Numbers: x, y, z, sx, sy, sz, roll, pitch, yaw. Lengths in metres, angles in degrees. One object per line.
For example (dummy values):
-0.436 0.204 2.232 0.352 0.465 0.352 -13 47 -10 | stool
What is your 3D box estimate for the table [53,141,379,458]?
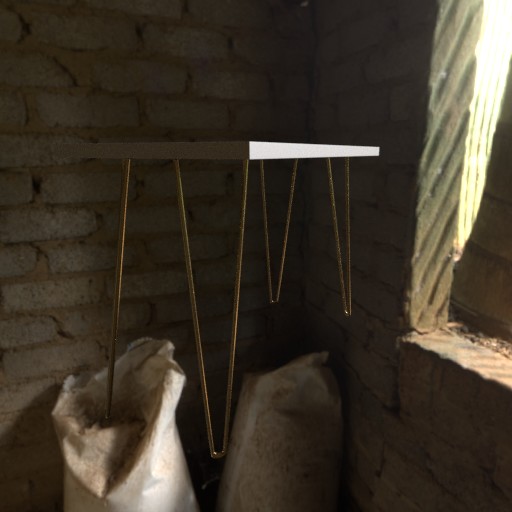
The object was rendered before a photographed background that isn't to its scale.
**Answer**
0.000 0.000 1.371 0.498 0.660 0.991 7 15 27 | table
